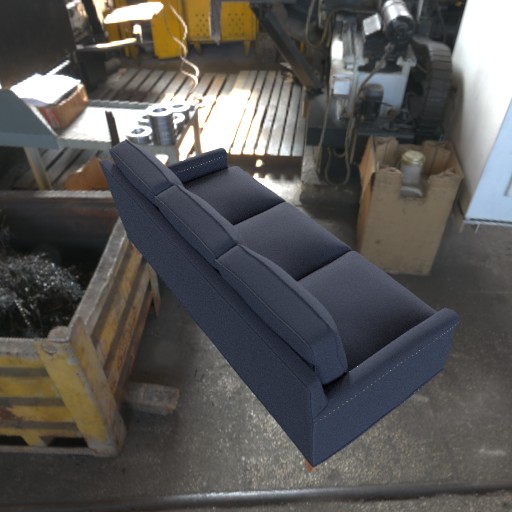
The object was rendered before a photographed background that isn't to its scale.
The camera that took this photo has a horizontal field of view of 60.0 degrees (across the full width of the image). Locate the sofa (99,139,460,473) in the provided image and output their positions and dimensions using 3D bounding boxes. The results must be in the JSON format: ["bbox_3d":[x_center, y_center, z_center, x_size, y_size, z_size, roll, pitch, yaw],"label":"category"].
[{"bbox_3d":[0.000,0.000,2.777,1.084,1.003,2.246,-25,47,-26],"label":"sofa"}]
